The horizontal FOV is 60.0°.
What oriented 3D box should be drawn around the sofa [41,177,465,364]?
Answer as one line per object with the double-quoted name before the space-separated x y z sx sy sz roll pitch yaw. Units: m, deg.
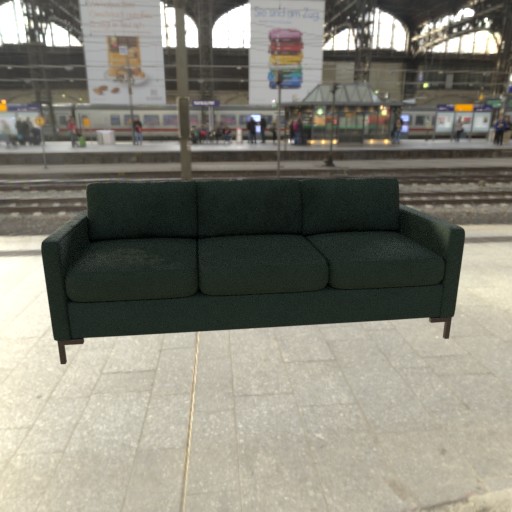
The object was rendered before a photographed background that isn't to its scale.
"sofa" 0.000 0.000 2.718 2.218 0.870 0.859 -2 17 -7
